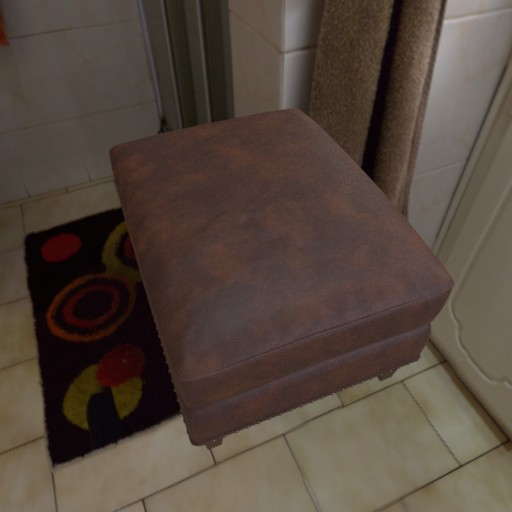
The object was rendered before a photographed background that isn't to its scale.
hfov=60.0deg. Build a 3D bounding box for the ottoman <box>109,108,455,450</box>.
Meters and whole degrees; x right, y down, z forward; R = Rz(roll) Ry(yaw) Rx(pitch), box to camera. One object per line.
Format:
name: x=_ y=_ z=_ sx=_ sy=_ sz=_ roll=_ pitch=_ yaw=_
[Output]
ottoman: x=0.000 y=0.000 z=1.154 sx=0.586 sy=0.486 sz=0.742 roll=-16 pitch=49 yaw=-15
